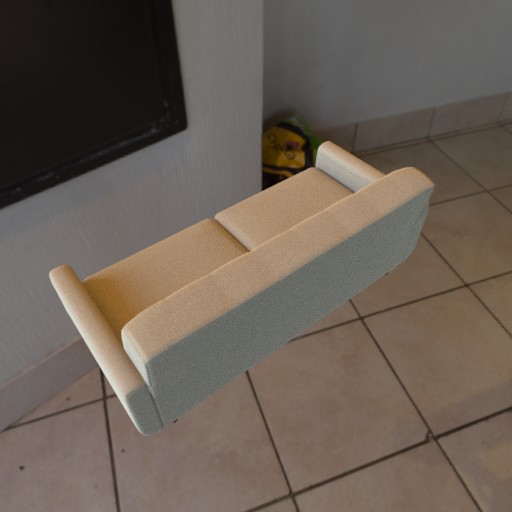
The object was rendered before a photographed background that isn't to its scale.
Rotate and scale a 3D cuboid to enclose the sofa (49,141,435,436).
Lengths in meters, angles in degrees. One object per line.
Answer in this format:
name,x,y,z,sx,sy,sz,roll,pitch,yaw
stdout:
sofa,0.000,0.000,2.712,2.137,0.892,0.980,-29,53,-25
